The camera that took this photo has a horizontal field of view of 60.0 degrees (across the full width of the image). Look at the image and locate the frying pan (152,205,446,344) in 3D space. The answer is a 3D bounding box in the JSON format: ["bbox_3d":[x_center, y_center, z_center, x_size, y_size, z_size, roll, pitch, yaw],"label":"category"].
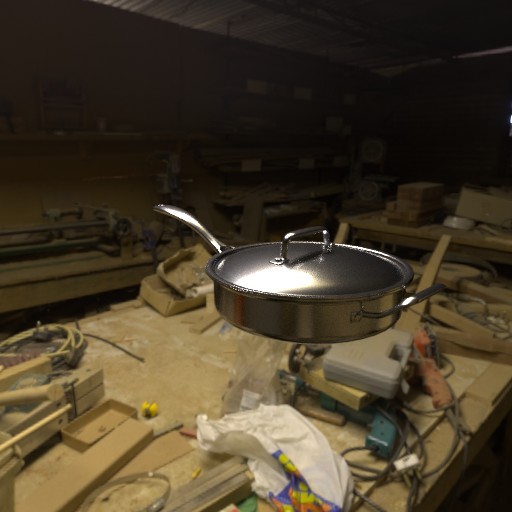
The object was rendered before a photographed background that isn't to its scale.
[{"bbox_3d":[0.000,0.000,0.684,0.280,0.114,0.561,-14,20,-42],"label":"frying pan"}]
